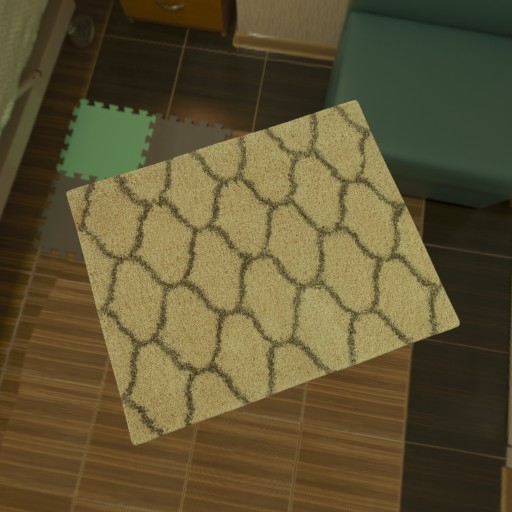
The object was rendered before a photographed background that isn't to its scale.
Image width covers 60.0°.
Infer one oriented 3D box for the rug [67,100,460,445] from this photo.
[{"bbox_3d":[0.000,0.000,4.072,3.000,0.026,2.399,-19,76,-5],"label":"rug"}]
